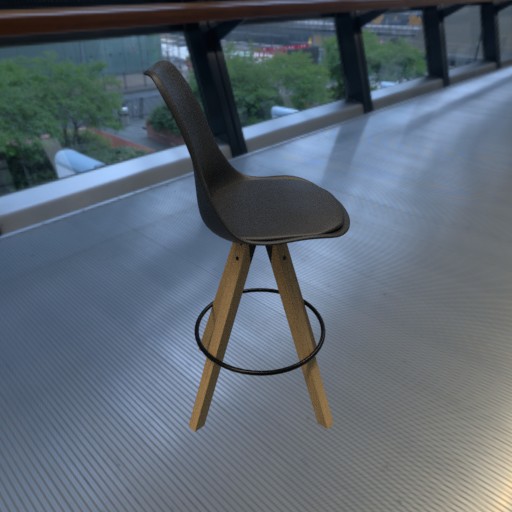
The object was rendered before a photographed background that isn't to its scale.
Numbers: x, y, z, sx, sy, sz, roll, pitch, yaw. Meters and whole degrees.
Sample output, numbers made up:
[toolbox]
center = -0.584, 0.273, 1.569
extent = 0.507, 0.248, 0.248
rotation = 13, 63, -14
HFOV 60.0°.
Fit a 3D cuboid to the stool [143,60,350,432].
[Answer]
[stool]
center = 0.000, 0.000, 1.396
extent = 0.550, 1.115, 0.485
rotation = -1, 30, -1
